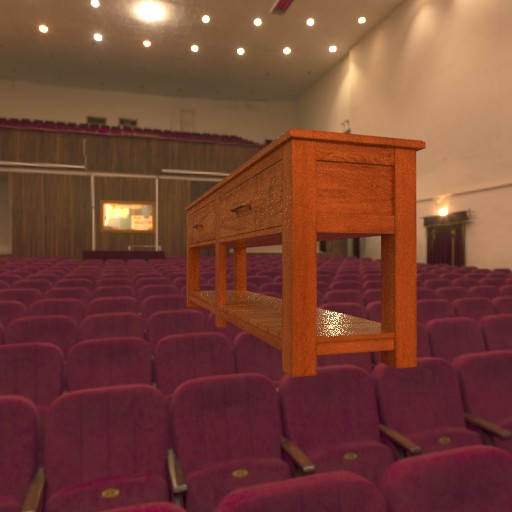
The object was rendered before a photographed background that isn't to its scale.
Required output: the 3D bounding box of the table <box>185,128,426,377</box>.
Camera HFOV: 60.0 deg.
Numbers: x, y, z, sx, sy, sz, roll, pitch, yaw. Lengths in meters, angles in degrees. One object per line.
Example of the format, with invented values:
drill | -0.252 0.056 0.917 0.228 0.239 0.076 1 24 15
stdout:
table | 0.000 0.000 2.040 0.425 0.635 1.815 0 0 -17
